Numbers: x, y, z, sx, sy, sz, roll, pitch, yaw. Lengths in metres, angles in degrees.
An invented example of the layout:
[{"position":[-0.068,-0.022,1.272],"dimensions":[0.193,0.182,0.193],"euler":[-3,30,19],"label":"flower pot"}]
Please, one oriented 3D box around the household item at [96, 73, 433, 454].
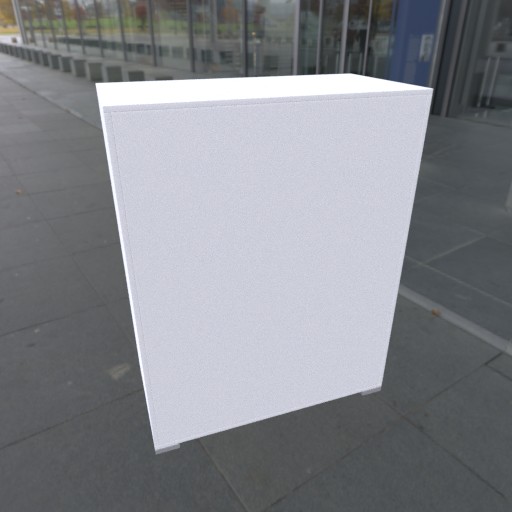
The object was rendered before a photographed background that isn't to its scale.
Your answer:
[{"position":[0.000,0.000,1.397],"dimensions":[0.790,1.010,0.420],"euler":[-9,29,-17],"label":"household item"}]
